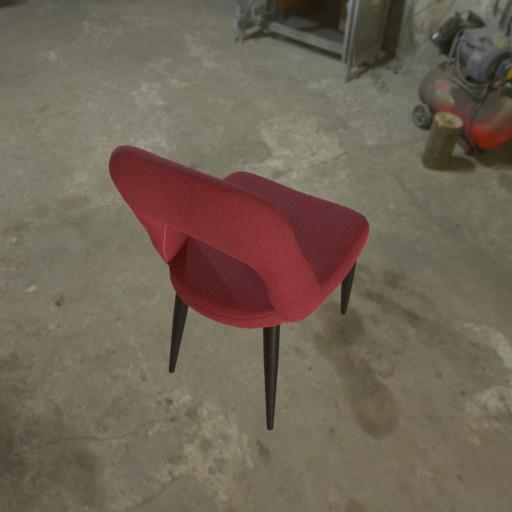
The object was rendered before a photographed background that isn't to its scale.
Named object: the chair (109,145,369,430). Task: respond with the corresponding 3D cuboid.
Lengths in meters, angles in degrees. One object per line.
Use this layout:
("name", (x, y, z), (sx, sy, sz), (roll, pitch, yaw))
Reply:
("chair", (0.000, 0.000, 1.208), (0.483, 0.892, 0.569), (24, 51, 21))
